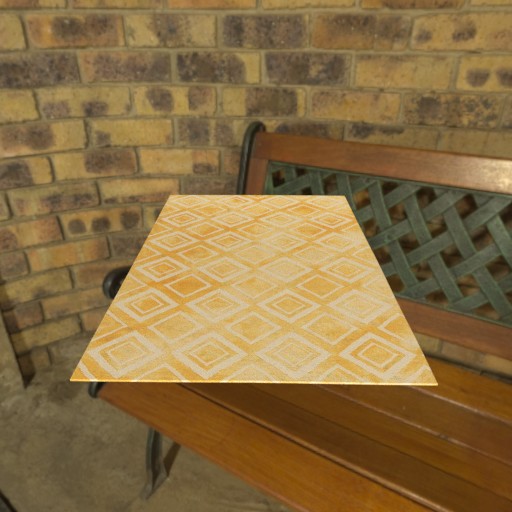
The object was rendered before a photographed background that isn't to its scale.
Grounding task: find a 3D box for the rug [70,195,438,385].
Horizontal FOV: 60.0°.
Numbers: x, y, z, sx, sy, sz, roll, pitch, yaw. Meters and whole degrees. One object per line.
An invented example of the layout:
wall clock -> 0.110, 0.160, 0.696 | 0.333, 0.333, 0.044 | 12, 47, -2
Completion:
rug -> 0.000, 0.000, 2.267 | 1.213, 0.010, 1.829 | 0, 27, 1
